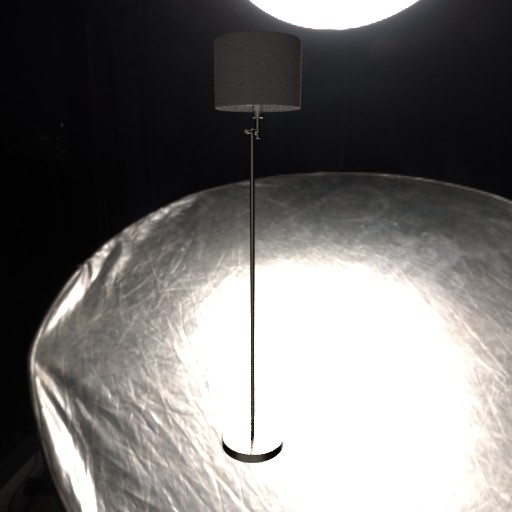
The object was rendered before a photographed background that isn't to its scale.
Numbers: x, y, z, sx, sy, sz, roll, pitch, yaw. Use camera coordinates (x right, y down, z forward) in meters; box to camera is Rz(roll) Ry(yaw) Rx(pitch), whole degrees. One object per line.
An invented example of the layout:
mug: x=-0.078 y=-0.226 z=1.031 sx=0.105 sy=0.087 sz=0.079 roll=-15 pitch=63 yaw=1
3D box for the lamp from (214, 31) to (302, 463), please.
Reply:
lamp: x=0.000 y=0.000 z=1.776 sx=0.324 sy=1.600 sz=0.416 roll=2 pitch=14 yaw=8
